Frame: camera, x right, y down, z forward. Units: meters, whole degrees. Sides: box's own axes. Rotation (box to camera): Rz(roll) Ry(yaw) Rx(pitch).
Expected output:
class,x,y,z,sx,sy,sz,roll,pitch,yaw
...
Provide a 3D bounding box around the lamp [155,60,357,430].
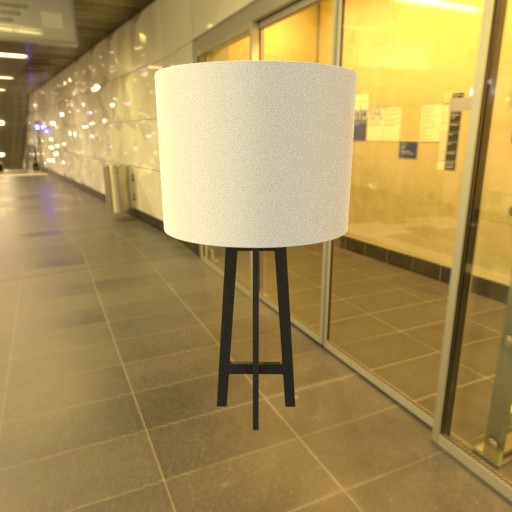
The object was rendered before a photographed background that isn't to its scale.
class,x,y,z,sx,sy,sz,roll,pitch,yaw
lamp,0.000,0.000,0.638,0.257,0.489,0.257,-14,21,-43
